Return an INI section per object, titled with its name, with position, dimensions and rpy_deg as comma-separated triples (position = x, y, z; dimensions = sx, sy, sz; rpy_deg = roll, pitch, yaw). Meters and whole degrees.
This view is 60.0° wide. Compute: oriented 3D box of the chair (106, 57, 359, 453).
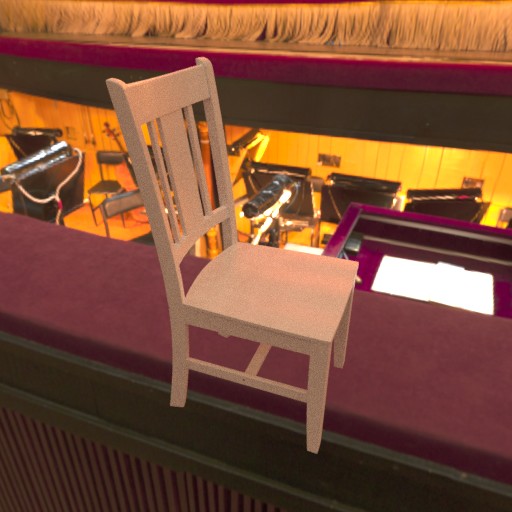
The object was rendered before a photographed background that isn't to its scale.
[chair]
position = 0.000, 0.000, 1.287
dimensions = 0.555, 0.998, 0.450
rpy_deg = 11, 32, 18
